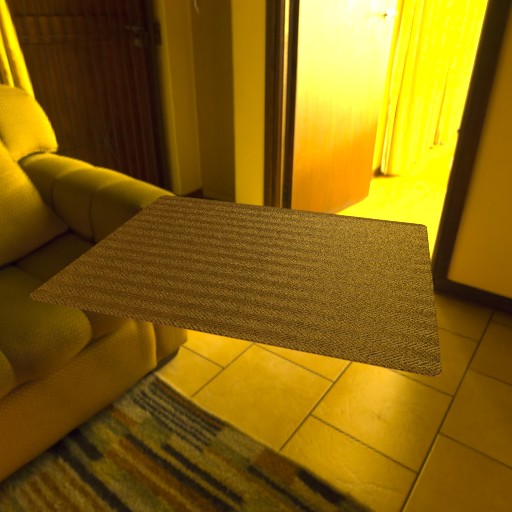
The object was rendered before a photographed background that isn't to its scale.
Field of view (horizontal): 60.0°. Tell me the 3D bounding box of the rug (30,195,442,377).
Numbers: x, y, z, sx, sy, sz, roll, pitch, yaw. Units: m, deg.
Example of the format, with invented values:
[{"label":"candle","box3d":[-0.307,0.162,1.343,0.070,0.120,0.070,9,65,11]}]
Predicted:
[{"label":"rug","box3d":[0.000,0.000,4.256,3.207,0.014,2.439,8,30,14]}]
